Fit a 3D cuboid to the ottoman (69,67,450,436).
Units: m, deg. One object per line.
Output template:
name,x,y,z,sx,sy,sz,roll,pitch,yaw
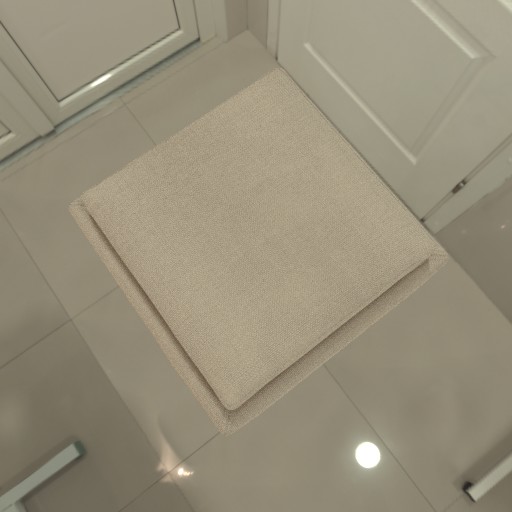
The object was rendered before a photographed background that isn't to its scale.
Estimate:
ottoman,0.000,0.000,0.845,0.450,0.460,0.451,-36,78,-9
